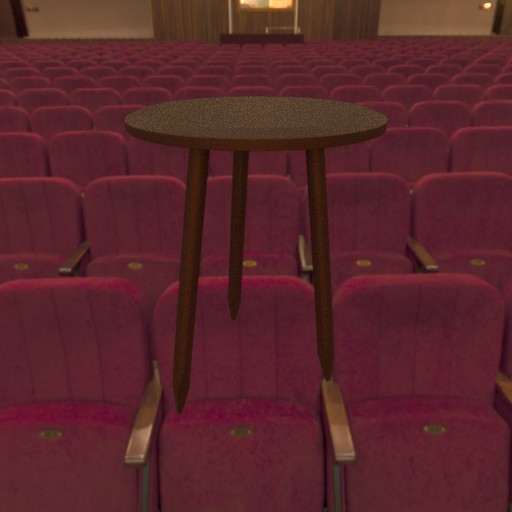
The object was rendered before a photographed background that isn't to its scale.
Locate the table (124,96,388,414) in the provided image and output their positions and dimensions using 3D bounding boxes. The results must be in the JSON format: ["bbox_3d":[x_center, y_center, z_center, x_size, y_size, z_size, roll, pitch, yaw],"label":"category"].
[{"bbox_3d":[0.000,0.000,0.919,0.457,0.585,0.457,0,26,0],"label":"table"}]
